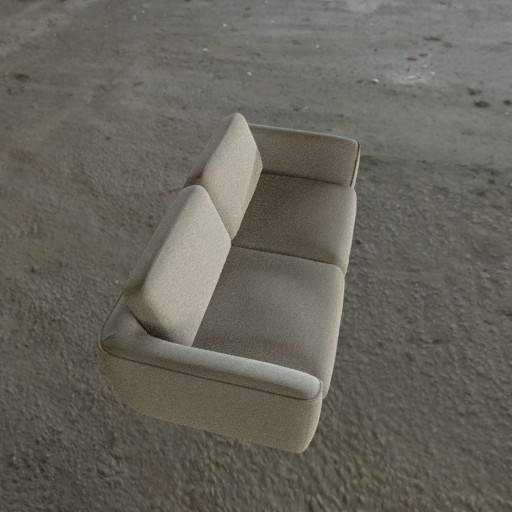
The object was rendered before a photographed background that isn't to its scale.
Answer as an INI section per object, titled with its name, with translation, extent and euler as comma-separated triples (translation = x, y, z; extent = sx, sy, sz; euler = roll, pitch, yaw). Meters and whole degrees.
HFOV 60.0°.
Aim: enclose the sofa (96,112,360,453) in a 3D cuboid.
[sofa]
translation = 0.000, 0.000, 2.228
extent = 0.920, 0.850, 1.700
euler = 10, 48, 10
